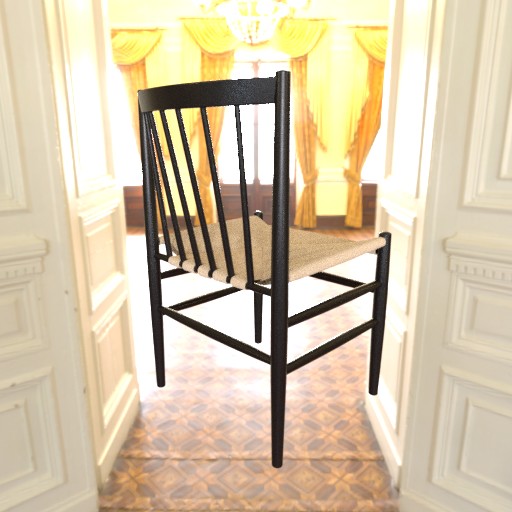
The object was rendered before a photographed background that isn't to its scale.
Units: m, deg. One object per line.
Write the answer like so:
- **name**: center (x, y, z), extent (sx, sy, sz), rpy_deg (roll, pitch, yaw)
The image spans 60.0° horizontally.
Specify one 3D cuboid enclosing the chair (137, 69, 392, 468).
- **chair**: center (0.000, 0.000, 1.145), extent (0.516, 0.818, 0.495), rpy_deg (-14, 21, -43)
